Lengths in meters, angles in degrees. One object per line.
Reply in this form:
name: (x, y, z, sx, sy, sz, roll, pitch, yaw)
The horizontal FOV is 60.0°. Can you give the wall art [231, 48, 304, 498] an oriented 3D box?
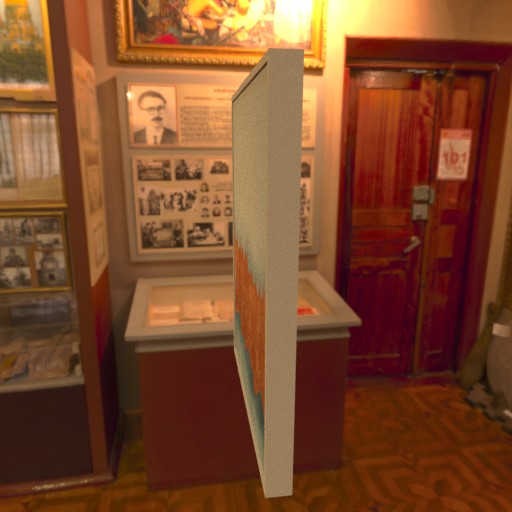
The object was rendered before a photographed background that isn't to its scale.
wall art: (0.000, 0.000, 0.744, 0.039, 0.553, 0.451, -2, 14, -8)
